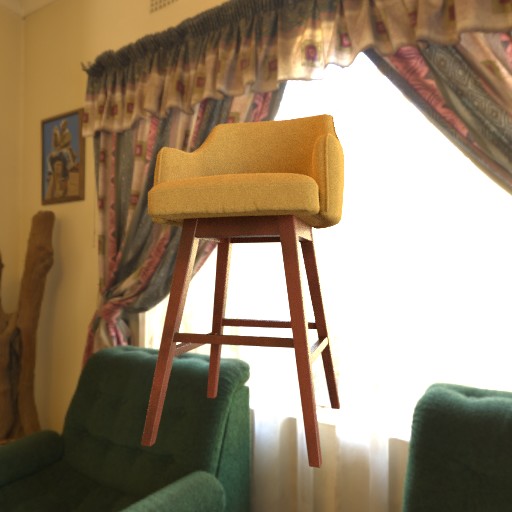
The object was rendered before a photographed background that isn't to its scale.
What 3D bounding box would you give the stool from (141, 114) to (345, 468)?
[{"bbox_3d":[0.000,0.000,1.378,0.548,1.012,0.558,0,-2,16],"label":"stool"}]
